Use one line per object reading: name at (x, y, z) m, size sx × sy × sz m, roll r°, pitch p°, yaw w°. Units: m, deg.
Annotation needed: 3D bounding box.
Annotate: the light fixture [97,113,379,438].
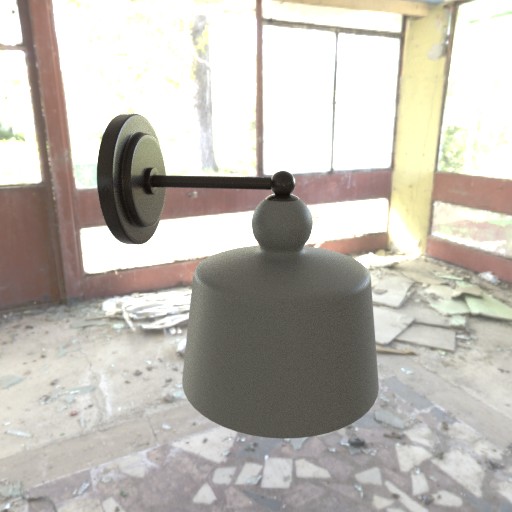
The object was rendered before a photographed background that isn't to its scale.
light fixture at (0.000, 0.000, 0.437) m, size 0.254 × 0.268 × 0.204 m, roll 3°, pitch 17°, yaw 9°
